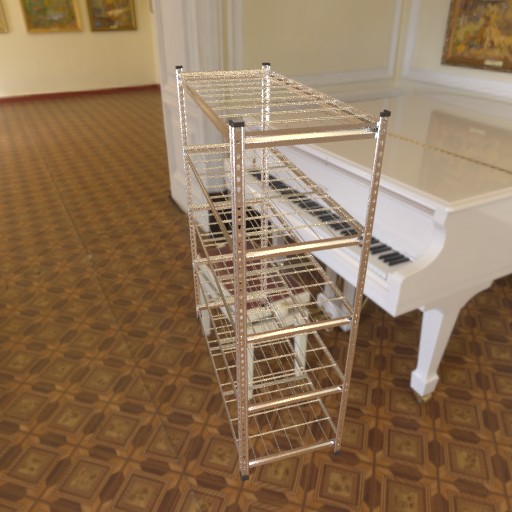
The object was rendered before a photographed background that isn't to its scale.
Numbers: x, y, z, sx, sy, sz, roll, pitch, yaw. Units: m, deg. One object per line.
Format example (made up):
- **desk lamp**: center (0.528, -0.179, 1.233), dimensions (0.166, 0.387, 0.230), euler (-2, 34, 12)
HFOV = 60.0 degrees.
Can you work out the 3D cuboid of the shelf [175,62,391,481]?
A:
- **shelf**: center (0.000, 0.000, 2.694), dimensions (0.610, 1.981, 1.524), euler (-8, 31, -14)
